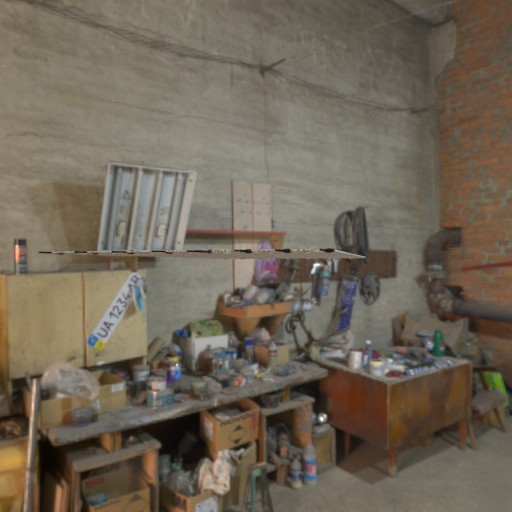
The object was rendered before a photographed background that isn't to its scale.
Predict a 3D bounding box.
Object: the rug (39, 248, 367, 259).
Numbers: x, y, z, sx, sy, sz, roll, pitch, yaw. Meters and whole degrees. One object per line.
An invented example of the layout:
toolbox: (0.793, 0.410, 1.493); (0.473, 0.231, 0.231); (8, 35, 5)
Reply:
rug: (0.000, 0.000, 3.362); (1.524, 0.021, 2.755); (0, -1, 17)
